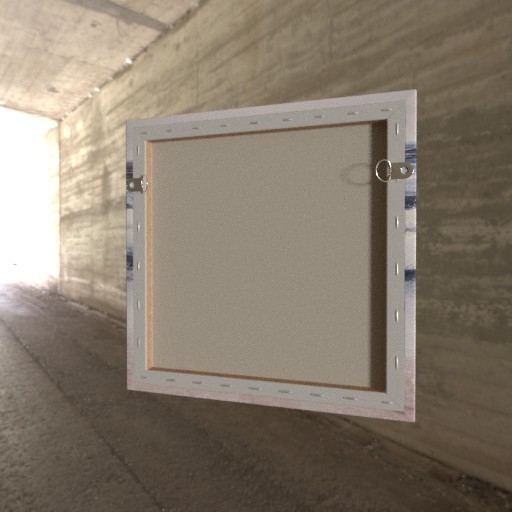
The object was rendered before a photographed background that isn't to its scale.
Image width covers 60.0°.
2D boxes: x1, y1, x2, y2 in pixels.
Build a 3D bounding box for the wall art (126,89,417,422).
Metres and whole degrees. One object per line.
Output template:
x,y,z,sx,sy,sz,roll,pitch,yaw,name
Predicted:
0.000,0.000,1.113,0.755,0.747,0.065,0,1,18,wall art
